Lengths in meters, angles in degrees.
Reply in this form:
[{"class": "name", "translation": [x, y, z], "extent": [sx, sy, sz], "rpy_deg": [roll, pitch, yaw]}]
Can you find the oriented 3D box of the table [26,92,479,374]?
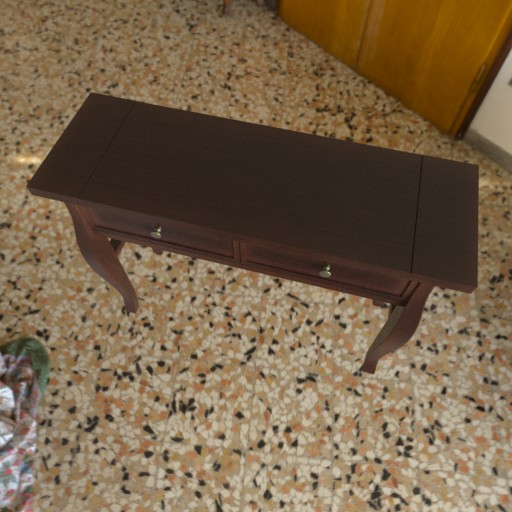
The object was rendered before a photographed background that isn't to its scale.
[{"class": "table", "translation": [0.000, 0.000, 1.423], "extent": [1.062, 0.768, 0.373], "rpy_deg": [13, 60, 8]}]
